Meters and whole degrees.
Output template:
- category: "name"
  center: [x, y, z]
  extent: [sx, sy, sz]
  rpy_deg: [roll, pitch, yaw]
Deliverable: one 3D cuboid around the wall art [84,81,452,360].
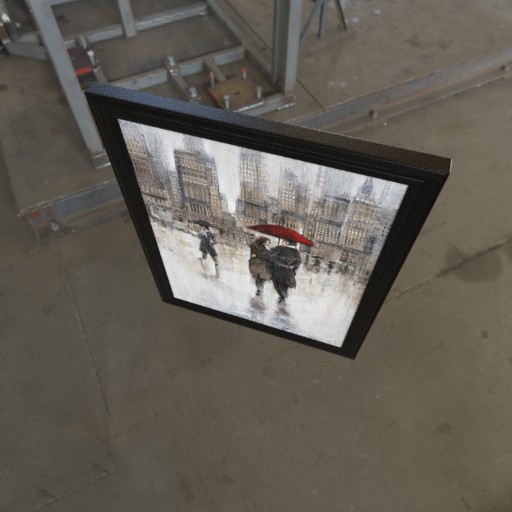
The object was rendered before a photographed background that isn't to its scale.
- category: "wall art"
  center: [0.000, 0.000, 1.602]
  extent: [0.950, 1.194, 0.053]
  rpy_deg: [15, 58, 10]
